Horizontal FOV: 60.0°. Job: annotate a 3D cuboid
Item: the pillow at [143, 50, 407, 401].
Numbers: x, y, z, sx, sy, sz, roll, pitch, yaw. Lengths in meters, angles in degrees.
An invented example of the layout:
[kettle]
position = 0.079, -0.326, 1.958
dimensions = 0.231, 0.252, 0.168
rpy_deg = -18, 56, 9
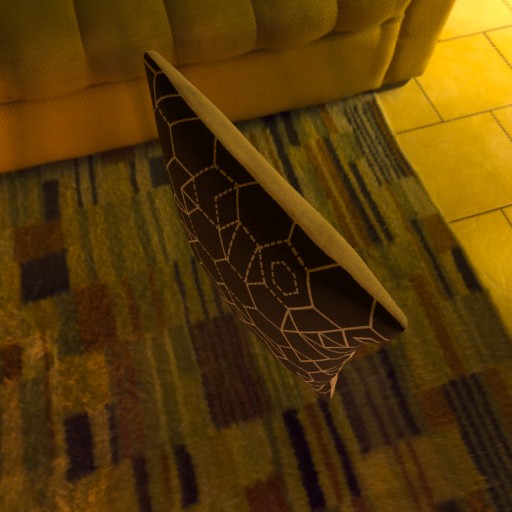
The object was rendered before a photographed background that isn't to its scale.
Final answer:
[pillow]
position = 0.000, 0.000, 0.772
dimensions = 0.158, 0.508, 0.517
rpy_deg = -34, 69, -15
